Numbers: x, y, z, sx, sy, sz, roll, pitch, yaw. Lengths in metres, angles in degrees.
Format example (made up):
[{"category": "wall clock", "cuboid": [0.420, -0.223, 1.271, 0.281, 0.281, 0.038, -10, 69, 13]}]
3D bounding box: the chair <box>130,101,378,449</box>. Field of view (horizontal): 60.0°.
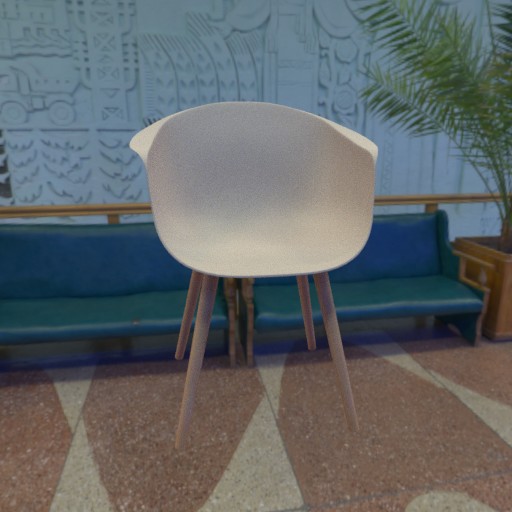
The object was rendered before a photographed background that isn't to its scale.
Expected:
[{"category": "chair", "cuboid": [0.000, 0.000, 1.149, 0.593, 0.781, 0.504, -2, 16, -8]}]
